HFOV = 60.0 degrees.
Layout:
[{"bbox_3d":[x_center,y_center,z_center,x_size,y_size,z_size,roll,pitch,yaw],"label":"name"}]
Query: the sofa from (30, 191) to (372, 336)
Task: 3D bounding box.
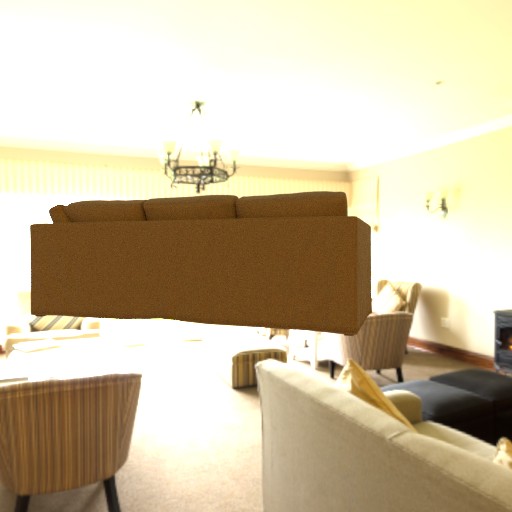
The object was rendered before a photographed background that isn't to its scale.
[{"bbox_3d":[0.000,0.000,4.557,2.427,0.882,3.460,0,1,19],"label":"sofa"}]
